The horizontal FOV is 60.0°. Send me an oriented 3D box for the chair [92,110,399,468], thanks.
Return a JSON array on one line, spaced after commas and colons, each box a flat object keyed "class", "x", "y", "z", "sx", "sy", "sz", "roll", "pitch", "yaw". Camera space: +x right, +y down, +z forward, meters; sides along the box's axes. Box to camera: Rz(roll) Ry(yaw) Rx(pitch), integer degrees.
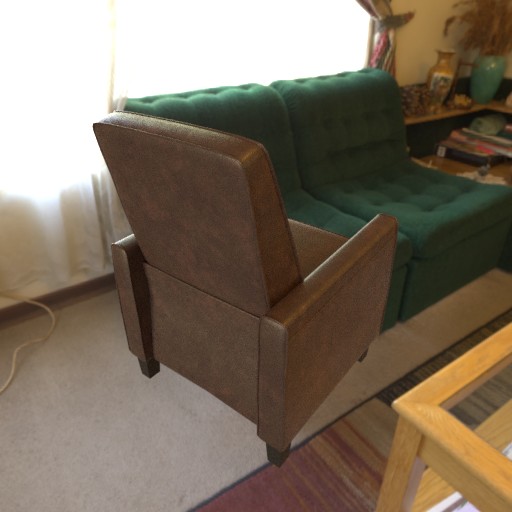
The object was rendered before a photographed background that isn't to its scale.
[{"class": "chair", "x": 0.000, "y": 0.000, "z": 1.500, "sx": 0.705, "sy": 1.013, "sz": 0.746, "roll": 21, "pitch": 37, "yaw": 32}]
